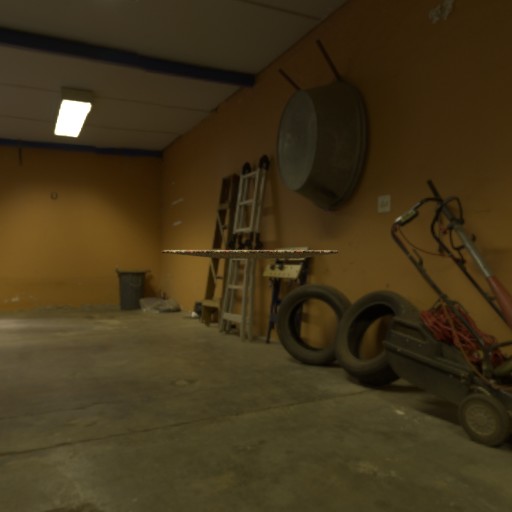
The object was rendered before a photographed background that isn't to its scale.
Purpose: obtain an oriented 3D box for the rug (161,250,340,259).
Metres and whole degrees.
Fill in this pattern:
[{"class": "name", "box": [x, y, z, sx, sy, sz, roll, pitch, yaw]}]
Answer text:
[{"class": "rug", "box": [0.000, 0.000, 2.915, 1.324, 0.018, 2.378, 0, -1, 17]}]
